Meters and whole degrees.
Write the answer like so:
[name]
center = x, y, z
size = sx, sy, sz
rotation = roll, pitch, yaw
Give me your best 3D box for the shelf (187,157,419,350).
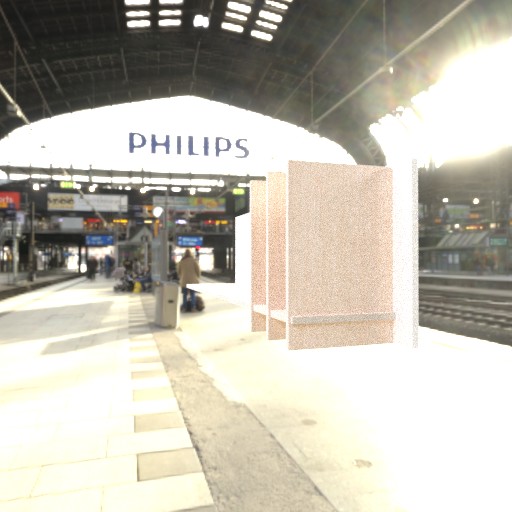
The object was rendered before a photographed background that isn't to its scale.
[shelf]
center = 0.000, 0.000, 1.149
size = 0.200, 0.300, 1.020
rotation = 0, -1, -18
